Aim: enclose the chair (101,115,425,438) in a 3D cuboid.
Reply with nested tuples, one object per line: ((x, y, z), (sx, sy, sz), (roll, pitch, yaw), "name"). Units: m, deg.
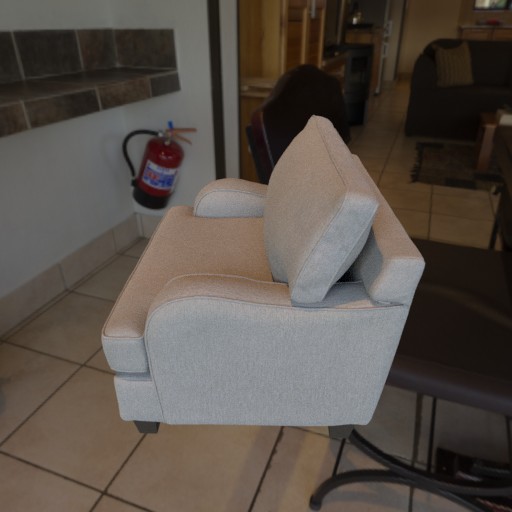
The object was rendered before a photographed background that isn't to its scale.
((0.000, 0.000, 1.972), (1.041, 1.016, 1.220), (1, 28, 1), "chair")
